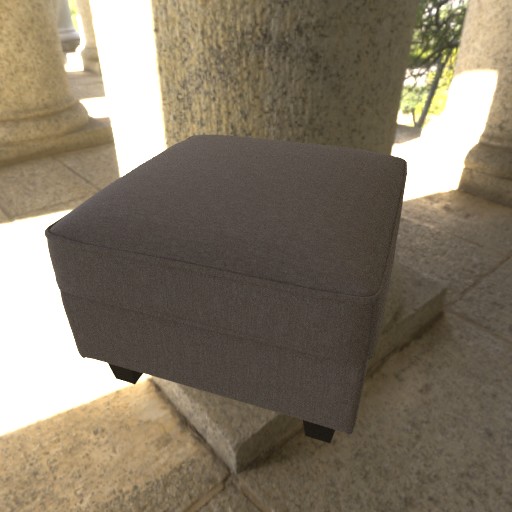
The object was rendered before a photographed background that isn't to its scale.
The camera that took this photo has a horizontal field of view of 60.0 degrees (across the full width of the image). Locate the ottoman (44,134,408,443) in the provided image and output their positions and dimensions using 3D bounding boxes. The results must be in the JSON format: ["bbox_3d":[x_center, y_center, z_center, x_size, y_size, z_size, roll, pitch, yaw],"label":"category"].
[{"bbox_3d":[0.000,0.000,1.377,0.808,0.612,0.871,11,34,16],"label":"ottoman"}]
